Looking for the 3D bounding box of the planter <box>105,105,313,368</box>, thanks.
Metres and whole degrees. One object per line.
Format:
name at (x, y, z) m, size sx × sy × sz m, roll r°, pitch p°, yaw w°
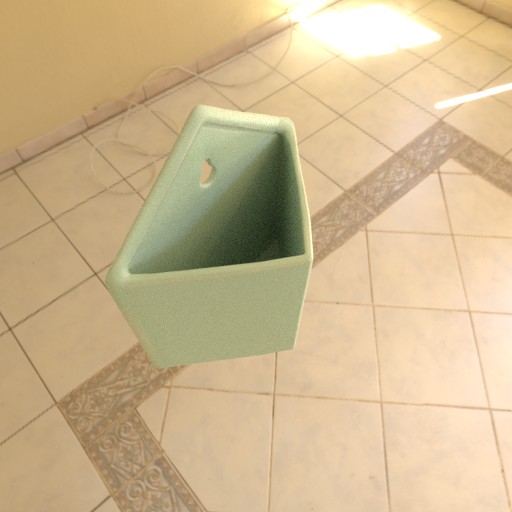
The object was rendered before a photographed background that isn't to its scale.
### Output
planter at (0.000, 0.000, 0.286) m, size 0.079 × 0.197 × 0.164 m, roll 35°, pitch 64°, yaw 20°
